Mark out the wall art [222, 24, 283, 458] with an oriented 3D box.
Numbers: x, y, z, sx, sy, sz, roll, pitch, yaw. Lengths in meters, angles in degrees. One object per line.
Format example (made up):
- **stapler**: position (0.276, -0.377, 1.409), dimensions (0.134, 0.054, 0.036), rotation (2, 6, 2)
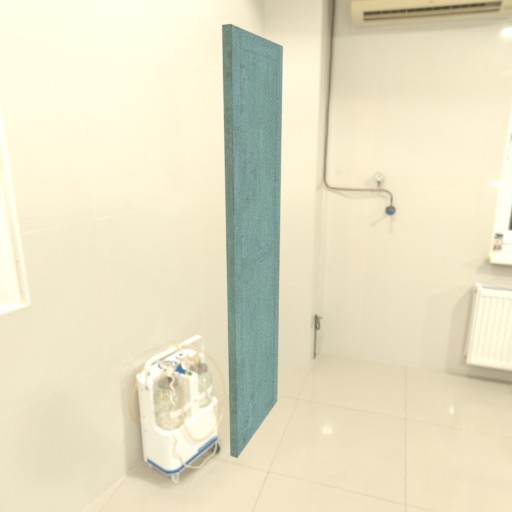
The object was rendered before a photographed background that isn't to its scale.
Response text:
- **wall art**: position (0.000, 0.000, 1.353), dimensions (0.025, 1.219, 0.329), rotation (7, 18, 24)
